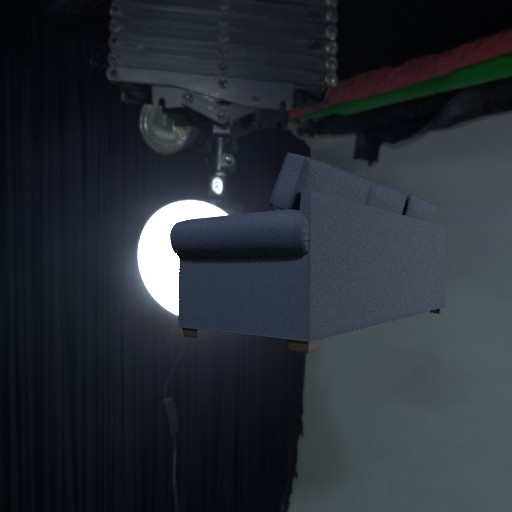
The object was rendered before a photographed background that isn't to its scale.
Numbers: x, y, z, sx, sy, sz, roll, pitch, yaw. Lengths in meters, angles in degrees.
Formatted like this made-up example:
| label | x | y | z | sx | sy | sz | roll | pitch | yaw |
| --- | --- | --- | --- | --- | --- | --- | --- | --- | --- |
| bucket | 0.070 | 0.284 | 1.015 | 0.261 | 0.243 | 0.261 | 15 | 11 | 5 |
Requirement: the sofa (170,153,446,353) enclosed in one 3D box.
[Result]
| label | x | y | z | sx | sy | sz | roll | pitch | yaw |
| --- | --- | --- | --- | --- | --- | --- | --- | --- | --- |
| sofa | 0.000 | 0.000 | 3.850 | 2.487 | 1.042 | 2.562 | -1 | -2 | 37 |
